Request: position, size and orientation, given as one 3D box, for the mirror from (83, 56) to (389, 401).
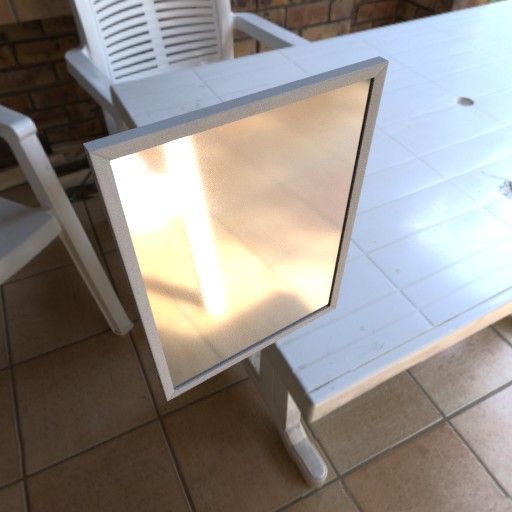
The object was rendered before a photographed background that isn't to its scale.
[{"bbox_3d":[0.000,0.000,1.343,0.762,1.016,0.040,-25,51,-22],"label":"mirror"}]
